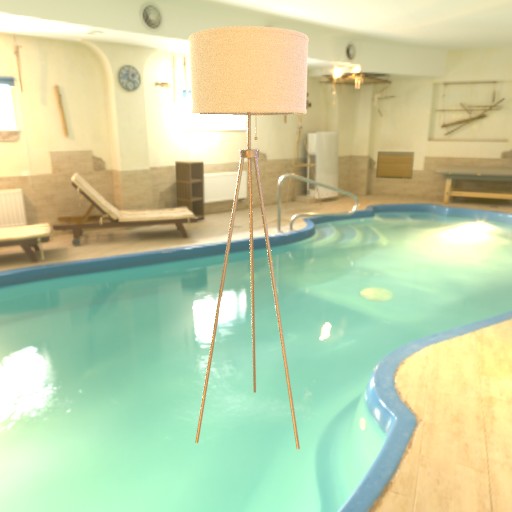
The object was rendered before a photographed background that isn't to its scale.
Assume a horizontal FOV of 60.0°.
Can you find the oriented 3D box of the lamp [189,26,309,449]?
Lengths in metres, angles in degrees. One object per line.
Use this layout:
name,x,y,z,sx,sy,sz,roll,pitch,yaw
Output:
lamp,0.000,0.000,1.730,0.458,1.545,0.448,9,18,28
